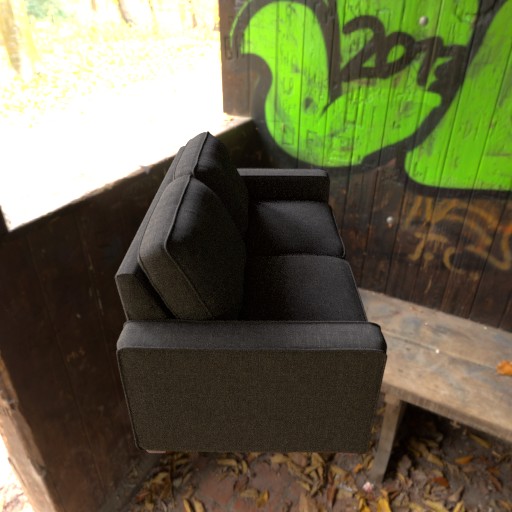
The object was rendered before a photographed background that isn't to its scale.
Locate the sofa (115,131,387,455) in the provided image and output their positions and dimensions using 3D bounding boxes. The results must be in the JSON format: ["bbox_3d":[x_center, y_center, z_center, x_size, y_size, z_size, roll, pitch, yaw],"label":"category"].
[{"bbox_3d":[0.000,0.000,2.264,0.947,0.918,1.709,0,32,1],"label":"sofa"}]
